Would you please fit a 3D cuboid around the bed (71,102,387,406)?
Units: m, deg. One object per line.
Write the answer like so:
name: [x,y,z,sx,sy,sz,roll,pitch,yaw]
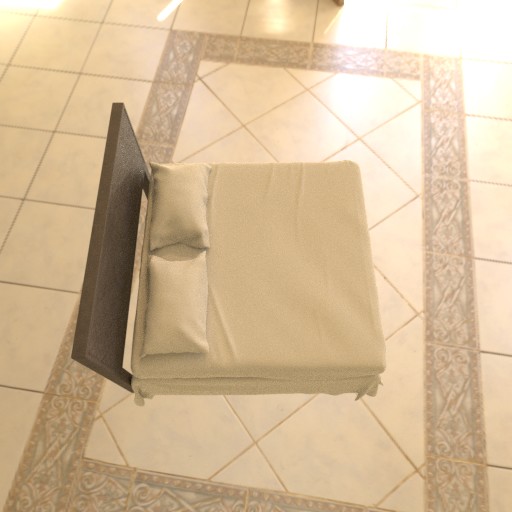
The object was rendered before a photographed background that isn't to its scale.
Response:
bed: [0.000,0.000,2.965,1.785,1.142,1.772,-1,65,0]
